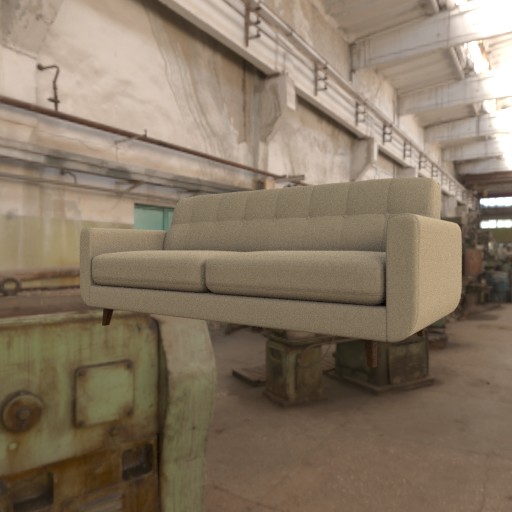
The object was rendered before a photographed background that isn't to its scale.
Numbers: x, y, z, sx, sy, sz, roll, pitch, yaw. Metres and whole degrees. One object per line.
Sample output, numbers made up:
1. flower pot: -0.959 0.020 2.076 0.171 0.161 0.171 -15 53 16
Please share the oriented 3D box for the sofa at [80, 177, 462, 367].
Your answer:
1. sofa: 0.000 0.000 2.665 2.137 0.892 0.980 1 1 35
